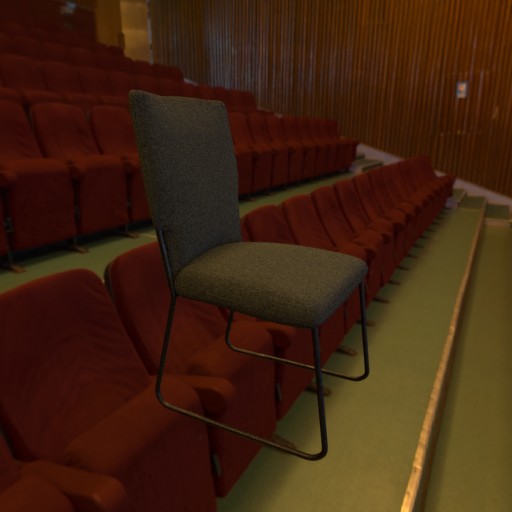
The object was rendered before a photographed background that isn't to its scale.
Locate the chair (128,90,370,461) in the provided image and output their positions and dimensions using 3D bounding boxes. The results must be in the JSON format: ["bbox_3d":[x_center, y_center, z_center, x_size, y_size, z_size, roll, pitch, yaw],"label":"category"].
[{"bbox_3d":[0.000,0.000,1.335,0.635,0.931,0.480,8,18,27],"label":"chair"}]
